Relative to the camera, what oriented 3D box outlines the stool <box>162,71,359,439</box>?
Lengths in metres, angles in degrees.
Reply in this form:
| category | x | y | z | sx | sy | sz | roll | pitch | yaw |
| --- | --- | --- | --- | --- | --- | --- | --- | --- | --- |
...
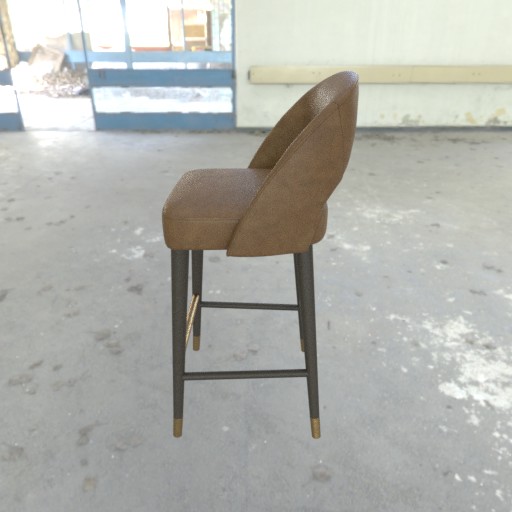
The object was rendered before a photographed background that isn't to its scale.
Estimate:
| category | x | y | z | sx | sy | sz | roll | pitch | yaw |
| --- | --- | --- | --- | --- | --- | --- | --- | --- | --- |
| stool | 0.000 | 0.000 | 1.345 | 0.509 | 1.037 | 0.494 | 0 | 26 | 1 |
